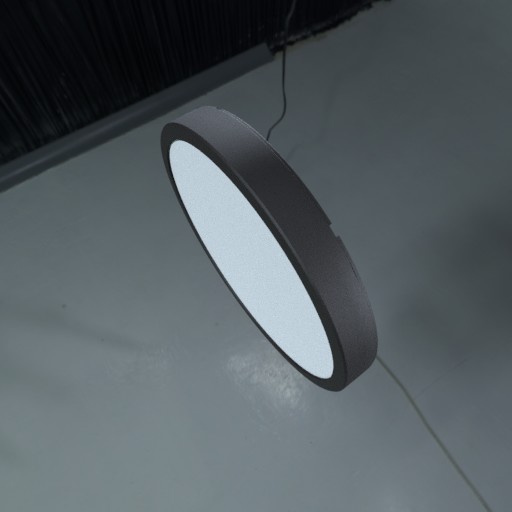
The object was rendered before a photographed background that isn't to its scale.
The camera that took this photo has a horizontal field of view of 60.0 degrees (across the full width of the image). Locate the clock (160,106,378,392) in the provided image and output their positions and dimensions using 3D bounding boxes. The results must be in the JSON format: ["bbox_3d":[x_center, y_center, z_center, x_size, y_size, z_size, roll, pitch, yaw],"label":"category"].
[{"bbox_3d":[0.000,0.000,0.435,0.040,0.293,0.293,-33,69,-15],"label":"clock"}]
